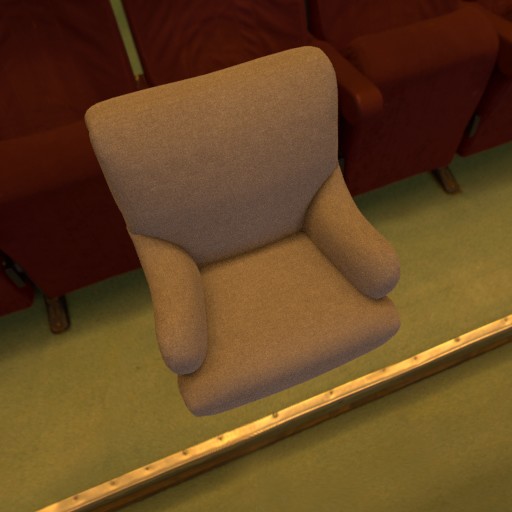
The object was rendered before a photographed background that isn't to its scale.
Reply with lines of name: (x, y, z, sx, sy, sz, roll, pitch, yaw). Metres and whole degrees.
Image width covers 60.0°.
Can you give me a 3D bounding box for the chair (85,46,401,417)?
chair: (0.000, 0.000, 1.502, 0.766, 0.942, 0.843, -20, 64, -10)
